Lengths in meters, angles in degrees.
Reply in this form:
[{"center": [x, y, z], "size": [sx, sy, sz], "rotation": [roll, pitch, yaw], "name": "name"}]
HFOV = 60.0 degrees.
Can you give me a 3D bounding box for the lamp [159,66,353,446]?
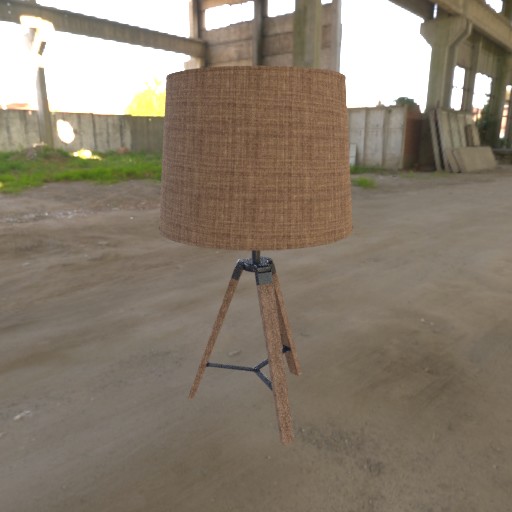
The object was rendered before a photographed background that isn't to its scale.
[{"center": [0.000, 0.000, 0.688], "size": [0.290, 0.514, 0.290], "rotation": [0, 16, 0], "name": "lamp"}]
